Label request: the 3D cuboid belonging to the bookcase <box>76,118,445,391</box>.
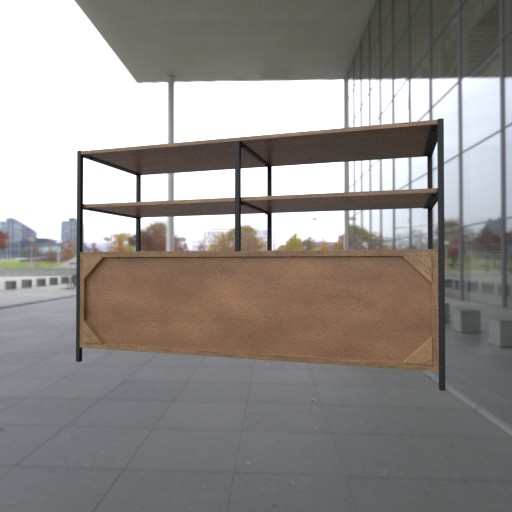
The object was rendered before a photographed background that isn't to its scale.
[{"bbox_3d":[0.000,0.000,1.510,1.149,0.712,0.391,0,-1,17],"label":"bookcase"}]
